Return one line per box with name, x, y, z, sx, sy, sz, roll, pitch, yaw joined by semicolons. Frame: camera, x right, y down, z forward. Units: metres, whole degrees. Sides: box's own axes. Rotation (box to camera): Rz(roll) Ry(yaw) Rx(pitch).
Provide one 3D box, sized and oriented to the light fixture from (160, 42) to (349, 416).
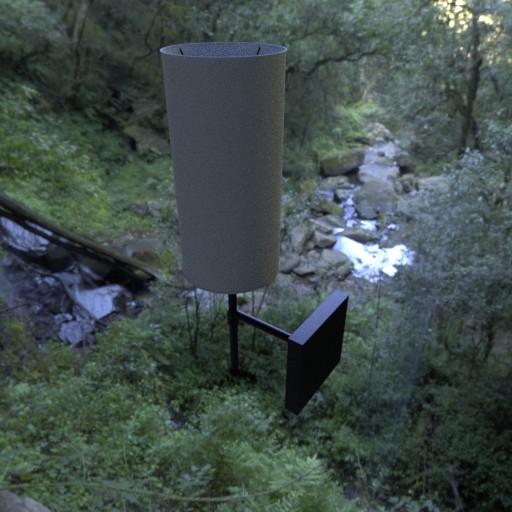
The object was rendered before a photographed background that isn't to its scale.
light fixture;0.000;0.000;0.548;0.208;0.462;0.128;21;37;30
